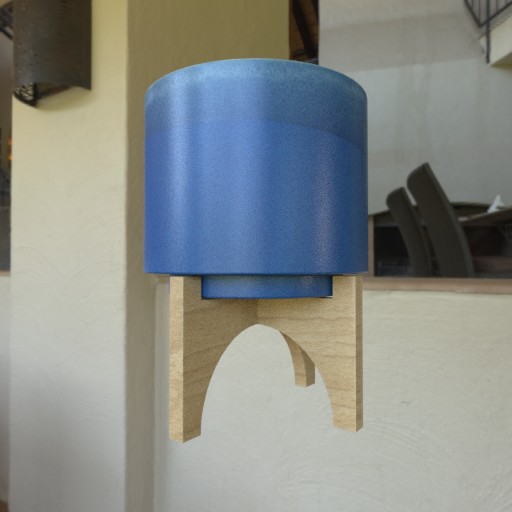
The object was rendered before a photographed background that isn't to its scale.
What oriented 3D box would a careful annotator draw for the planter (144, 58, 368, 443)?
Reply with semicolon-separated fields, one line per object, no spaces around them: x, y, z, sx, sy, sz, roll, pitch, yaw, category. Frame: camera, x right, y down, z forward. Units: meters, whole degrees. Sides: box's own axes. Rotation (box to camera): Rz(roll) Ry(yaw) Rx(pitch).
0.000;0.000;0.391;0.192;0.263;0.192;0;-1;0;planter
